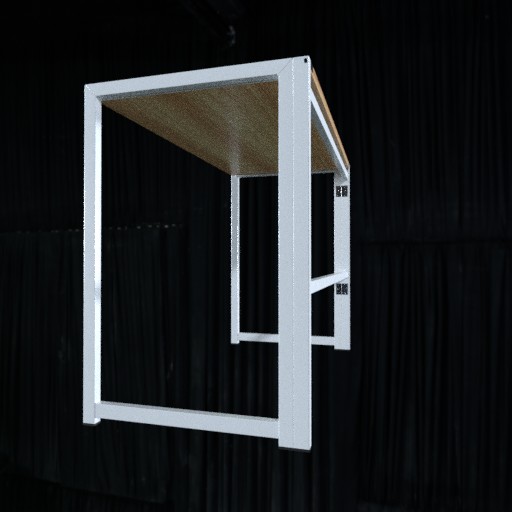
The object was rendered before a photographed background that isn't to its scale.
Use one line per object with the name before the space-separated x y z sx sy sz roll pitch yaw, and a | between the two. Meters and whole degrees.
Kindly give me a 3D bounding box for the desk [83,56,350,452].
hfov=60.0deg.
desk | 0.000 0.000 1.406 0.508 0.762 1.016 0 -1 16
